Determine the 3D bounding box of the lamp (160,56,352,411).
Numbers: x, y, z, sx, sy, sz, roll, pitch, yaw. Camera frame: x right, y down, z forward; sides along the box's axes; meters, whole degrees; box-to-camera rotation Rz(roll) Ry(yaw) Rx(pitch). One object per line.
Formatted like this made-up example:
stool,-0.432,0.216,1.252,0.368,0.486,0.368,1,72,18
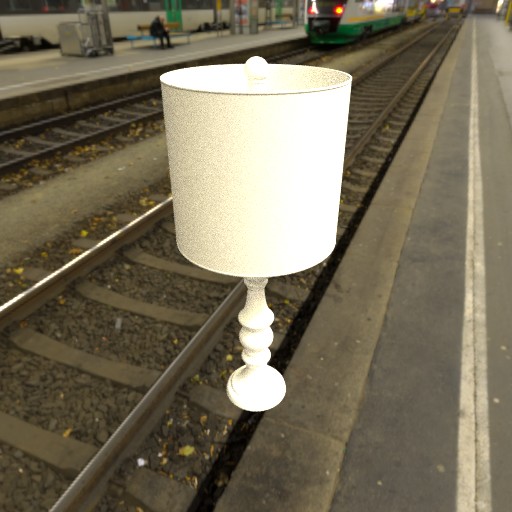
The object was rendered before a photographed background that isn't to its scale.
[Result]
lamp,0.000,0.000,0.725,0.250,0.597,0.250,1,30,2
